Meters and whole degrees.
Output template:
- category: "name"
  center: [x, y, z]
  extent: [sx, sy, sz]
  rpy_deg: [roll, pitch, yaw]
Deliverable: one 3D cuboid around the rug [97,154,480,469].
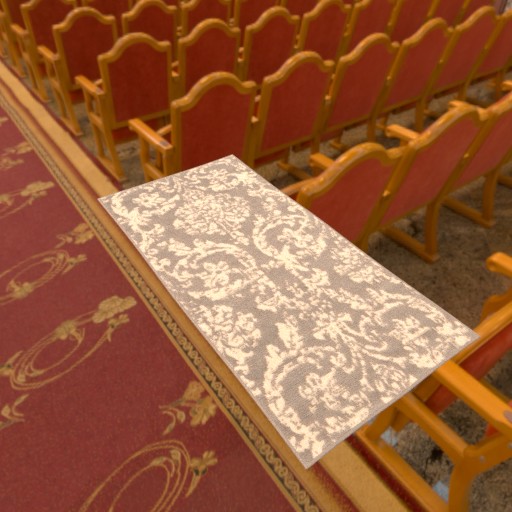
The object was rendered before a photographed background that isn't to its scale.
- category: "rug"
  center: [0.000, 0.000, 1.422]
  extent: [0.604, 0.007, 1.219]
  rpy_deg: [-25, 47, -26]
